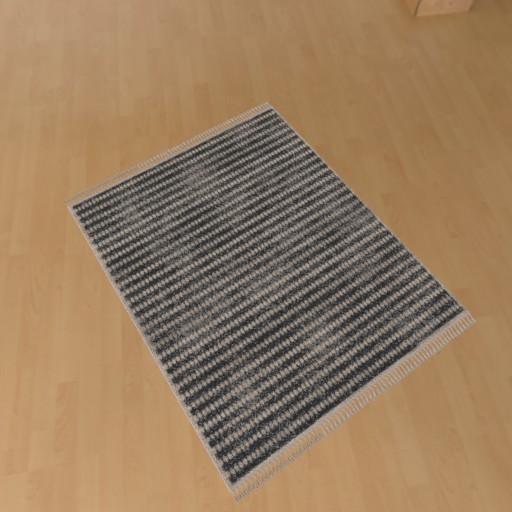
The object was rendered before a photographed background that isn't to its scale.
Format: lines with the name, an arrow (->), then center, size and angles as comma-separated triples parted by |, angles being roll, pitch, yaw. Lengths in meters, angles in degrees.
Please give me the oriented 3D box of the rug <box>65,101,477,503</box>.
rug -> 0.000, 0.000, 3.758 | 2.256, 0.013, 2.910 | -31, 66, -15
